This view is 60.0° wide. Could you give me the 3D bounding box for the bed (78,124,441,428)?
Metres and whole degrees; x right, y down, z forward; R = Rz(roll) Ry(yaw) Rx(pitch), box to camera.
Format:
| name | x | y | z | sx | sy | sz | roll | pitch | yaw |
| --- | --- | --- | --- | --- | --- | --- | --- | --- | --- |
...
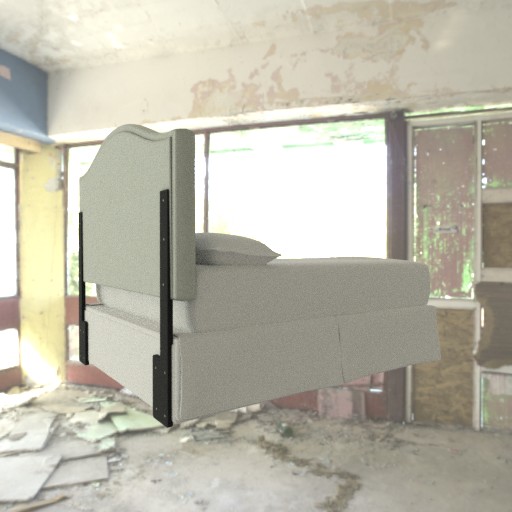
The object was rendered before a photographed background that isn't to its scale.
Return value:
| name | x | y | z | sx | sy | sz | roll | pitch | yaw |
| --- | --- | --- | --- | --- | --- | --- | --- | --- | --- |
| bed | 0.000 | 0.000 | 3.372 | 2.180 | 1.607 | 1.813 | 0 | 1 | -36 |
